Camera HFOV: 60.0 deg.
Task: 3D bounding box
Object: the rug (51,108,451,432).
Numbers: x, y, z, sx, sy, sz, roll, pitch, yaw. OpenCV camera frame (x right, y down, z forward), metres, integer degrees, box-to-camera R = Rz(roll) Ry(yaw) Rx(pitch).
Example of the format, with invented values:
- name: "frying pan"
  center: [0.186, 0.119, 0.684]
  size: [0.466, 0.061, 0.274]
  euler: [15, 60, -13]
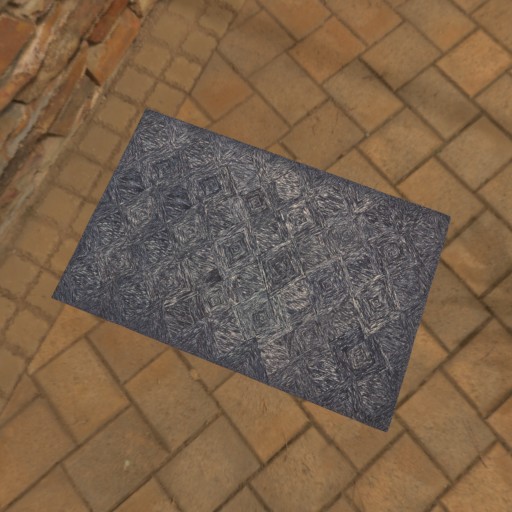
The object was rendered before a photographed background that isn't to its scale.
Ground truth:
- name: "rug"
  center: [0.000, 0.000, 2.259]
  size: [1.754, 0.010, 1.139]
  euler: [21, 77, 5]
